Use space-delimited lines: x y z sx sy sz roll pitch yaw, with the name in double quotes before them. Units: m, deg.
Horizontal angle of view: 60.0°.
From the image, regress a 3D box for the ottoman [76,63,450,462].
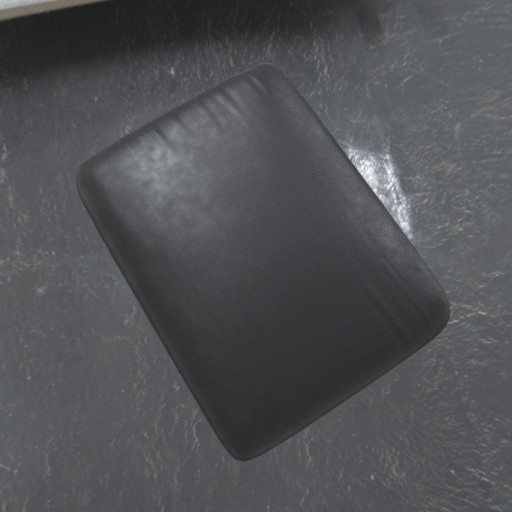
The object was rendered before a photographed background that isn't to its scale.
"ottoman" 0.000 0.000 1.103 0.570 0.402 0.764 -32 79 -7
